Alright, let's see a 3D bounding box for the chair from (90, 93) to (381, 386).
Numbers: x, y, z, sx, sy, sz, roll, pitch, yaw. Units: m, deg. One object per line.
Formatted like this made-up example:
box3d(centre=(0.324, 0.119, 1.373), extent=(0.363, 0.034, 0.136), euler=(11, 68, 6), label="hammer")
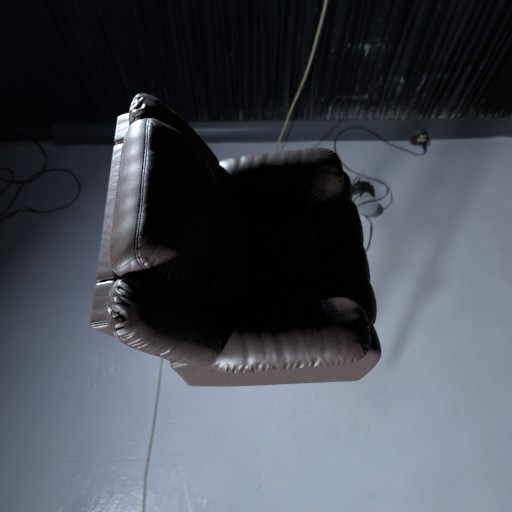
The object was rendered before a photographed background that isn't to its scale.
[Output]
box3d(centre=(0.000, 0.000, 1.700), extent=(0.934, 1.009, 0.899), euler=(-2, 62, -1), label="chair")
